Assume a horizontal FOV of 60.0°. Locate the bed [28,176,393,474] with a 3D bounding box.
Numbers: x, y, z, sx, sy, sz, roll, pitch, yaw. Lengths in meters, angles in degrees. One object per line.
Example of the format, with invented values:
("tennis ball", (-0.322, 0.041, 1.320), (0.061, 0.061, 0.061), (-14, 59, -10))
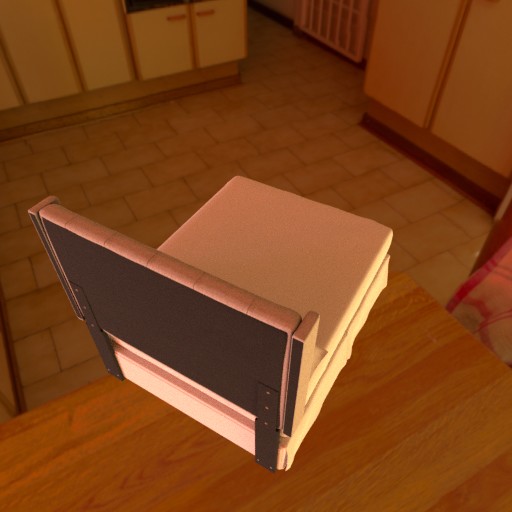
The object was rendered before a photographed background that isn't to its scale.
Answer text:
("bed", (0.000, 0.000, 3.335), (1.719, 1.665, 2.066), (23, 49, 21))
